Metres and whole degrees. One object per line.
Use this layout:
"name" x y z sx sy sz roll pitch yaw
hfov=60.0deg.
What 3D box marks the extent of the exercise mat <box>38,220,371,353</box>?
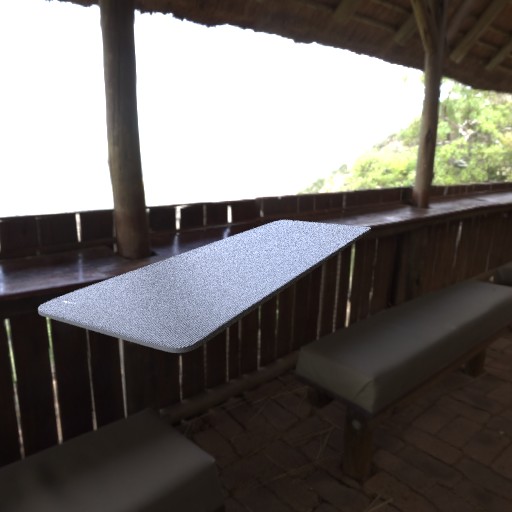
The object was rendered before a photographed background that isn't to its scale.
"exercise mat" 0.000 0.000 2.059 0.616 0.021 1.884 8 16 28
